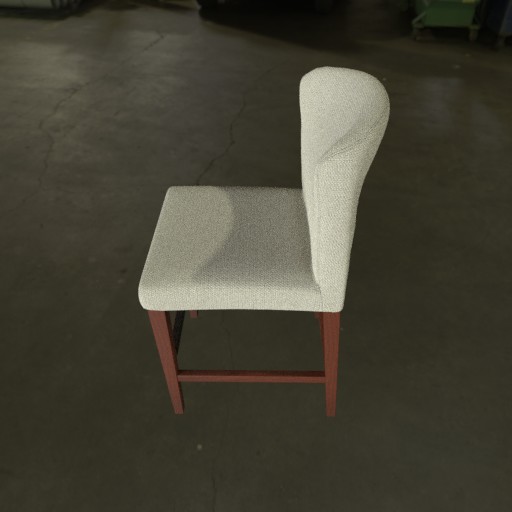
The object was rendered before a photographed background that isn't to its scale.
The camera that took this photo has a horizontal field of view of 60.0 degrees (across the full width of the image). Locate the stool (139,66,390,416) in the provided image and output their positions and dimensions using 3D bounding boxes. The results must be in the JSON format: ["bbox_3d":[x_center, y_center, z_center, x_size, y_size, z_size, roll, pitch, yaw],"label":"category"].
[{"bbox_3d":[0.000,0.000,1.272,0.568,0.969,0.481,0,41,0],"label":"stool"}]
